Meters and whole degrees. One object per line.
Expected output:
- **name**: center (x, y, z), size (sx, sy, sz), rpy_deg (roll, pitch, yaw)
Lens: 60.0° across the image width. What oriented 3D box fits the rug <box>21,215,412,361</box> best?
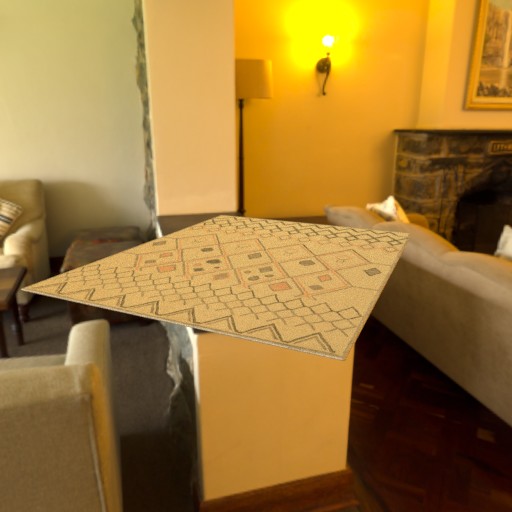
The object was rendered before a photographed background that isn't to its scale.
- **rug**: center (0.000, 0.000, 4.126), size (2.441, 0.016, 3.050), rpy_deg (8, 18, 24)
